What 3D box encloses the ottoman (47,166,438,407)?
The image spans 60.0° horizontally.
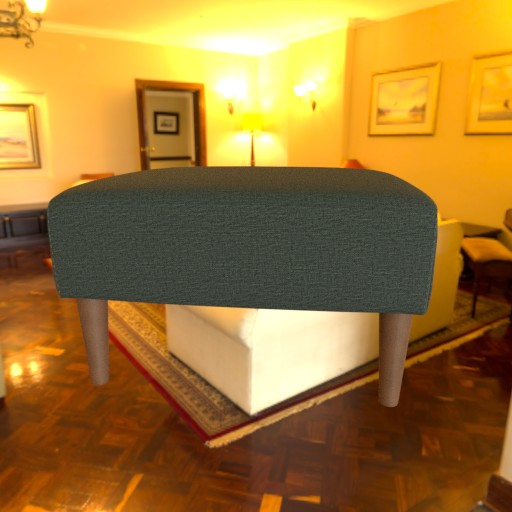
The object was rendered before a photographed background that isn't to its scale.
[{"bbox_3d":[0.000,0.000,1.037,0.650,0.398,0.649,2,15,7],"label":"ottoman"}]
